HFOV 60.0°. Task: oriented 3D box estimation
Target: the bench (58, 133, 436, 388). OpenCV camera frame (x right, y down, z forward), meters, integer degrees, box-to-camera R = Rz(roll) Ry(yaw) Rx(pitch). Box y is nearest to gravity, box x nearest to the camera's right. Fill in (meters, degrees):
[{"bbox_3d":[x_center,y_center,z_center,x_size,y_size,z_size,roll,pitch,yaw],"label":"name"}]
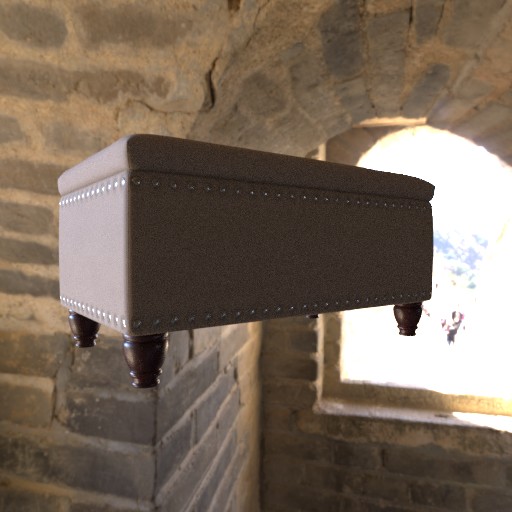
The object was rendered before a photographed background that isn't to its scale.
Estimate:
[{"bbox_3d":[0.000,0.000,1.180,0.887,0.449,0.500,-1,1,-36],"label":"bench"}]
